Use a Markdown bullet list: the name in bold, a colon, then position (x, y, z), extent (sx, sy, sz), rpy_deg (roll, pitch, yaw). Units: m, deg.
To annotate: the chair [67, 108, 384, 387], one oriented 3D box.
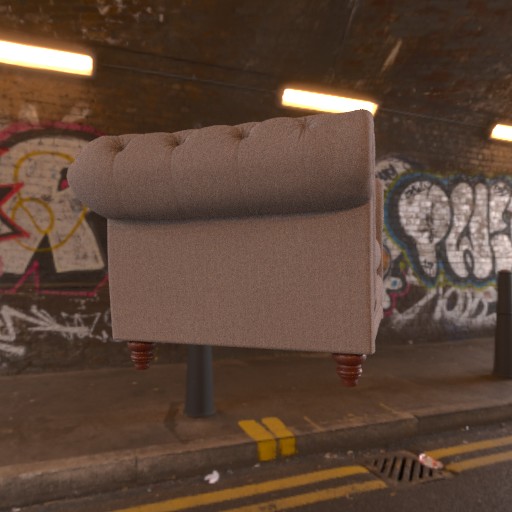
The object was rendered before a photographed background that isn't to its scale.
- **chair**: position (0.000, 0.000, 1.802), extent (0.976, 0.770, 1.270), rpy_deg (0, -1, 17)
